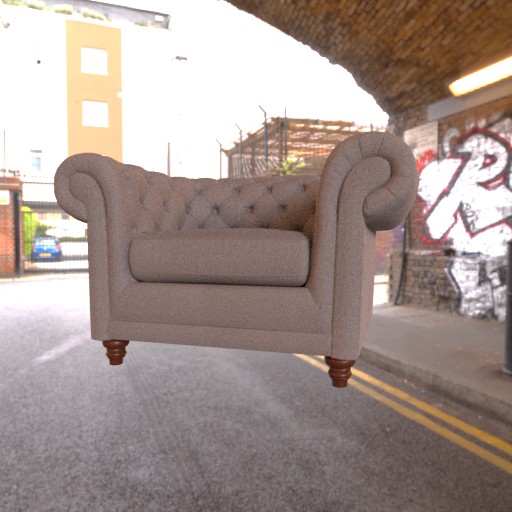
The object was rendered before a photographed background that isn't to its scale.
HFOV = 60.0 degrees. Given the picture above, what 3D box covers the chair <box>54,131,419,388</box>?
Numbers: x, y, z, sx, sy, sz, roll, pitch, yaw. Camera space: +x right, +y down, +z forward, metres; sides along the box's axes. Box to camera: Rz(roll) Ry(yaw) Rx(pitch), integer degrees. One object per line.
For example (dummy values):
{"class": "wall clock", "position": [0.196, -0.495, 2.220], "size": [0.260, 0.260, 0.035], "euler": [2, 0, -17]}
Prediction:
{"class": "chair", "position": [0.000, 0.000, 1.876], "size": [1.270, 0.770, 0.976], "euler": [1, 2, 18]}
